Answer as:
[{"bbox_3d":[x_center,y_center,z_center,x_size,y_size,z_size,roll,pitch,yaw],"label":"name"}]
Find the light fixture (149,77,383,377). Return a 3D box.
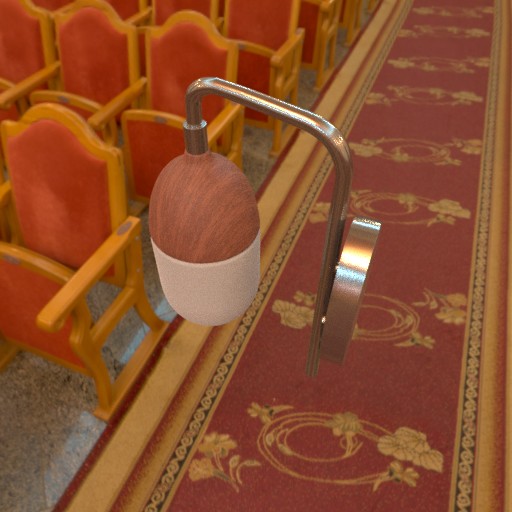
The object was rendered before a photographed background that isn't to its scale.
[{"bbox_3d":[0.000,0.000,0.437,0.216,0.343,0.108,16,47,16],"label":"light fixture"}]
